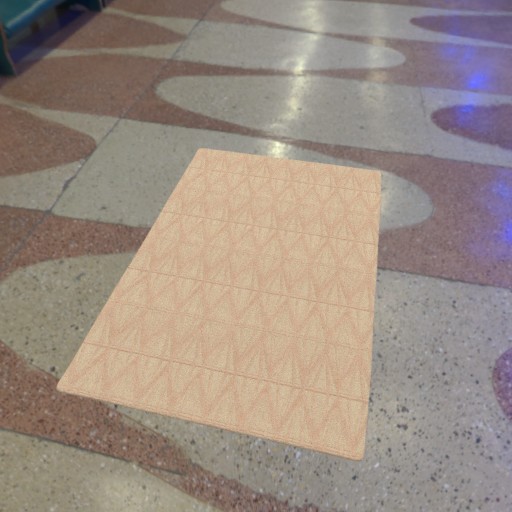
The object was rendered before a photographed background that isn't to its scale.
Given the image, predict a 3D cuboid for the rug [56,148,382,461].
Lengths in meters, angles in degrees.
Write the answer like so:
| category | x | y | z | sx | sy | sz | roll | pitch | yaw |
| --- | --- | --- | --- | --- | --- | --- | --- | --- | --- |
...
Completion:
| category | x | y | z | sx | sy | sz | roll | pitch | yaw |
| --- | --- | --- | --- | --- | --- | --- | --- | --- | --- |
| rug | 0.000 | 0.000 | 2.999 | 1.609 | 0.015 | 2.390 | 9 | 46 | 9 |
